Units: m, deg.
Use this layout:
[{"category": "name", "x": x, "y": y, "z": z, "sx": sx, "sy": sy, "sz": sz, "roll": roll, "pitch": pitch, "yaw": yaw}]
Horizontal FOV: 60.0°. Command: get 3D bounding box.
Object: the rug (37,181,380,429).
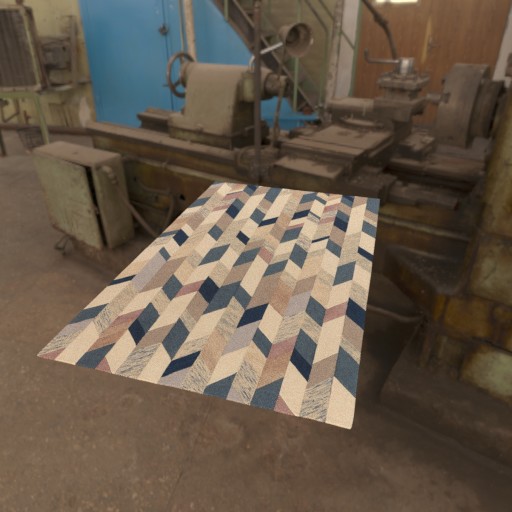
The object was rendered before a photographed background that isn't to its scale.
[{"category": "rug", "x": 0.000, "y": 0.000, "z": 2.969, "sx": 1.513, "sy": 0.008, "sz": 2.423, "roll": 8, "pitch": 32, "yaw": 14}]
